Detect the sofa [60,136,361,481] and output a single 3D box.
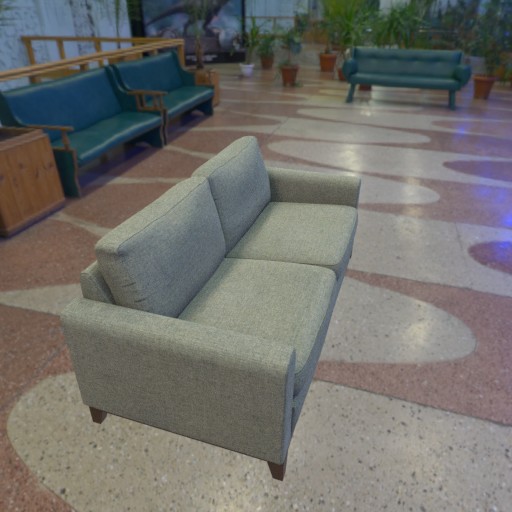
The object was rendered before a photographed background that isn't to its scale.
[{"bbox_3d":[0.000,0.000,2.481,0.969,0.892,1.978,10,31,16],"label":"sofa"}]
